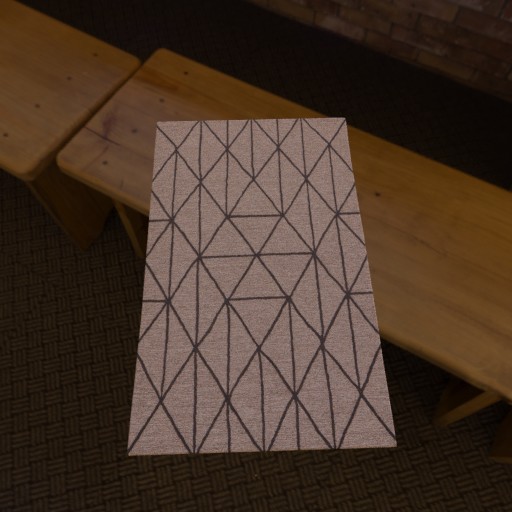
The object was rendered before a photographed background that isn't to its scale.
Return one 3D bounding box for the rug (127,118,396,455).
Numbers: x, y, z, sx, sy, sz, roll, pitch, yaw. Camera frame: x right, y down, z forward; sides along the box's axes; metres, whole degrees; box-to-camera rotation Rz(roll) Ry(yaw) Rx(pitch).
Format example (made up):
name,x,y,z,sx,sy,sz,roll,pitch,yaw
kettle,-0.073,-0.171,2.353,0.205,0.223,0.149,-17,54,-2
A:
name,x,y,z,sx,sy,sz,roll,pitch,yaw
rug,0.000,0.000,3.055,1.526,0.008,2.465,-2,64,-1
